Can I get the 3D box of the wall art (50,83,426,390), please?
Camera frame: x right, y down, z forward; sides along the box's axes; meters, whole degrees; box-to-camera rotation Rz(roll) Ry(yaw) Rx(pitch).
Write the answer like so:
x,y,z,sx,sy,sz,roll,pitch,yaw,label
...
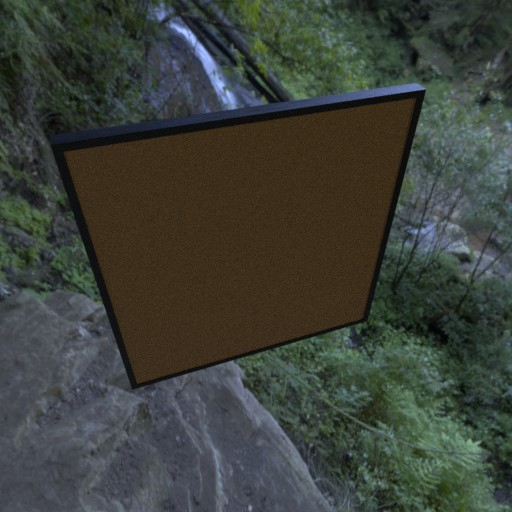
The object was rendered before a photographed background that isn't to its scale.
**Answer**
x,y,z,sx,sy,sz,roll,pitch,yaw,label
0.000,0.000,1.121,0.763,0.763,0.039,-13,43,-14,wall art
